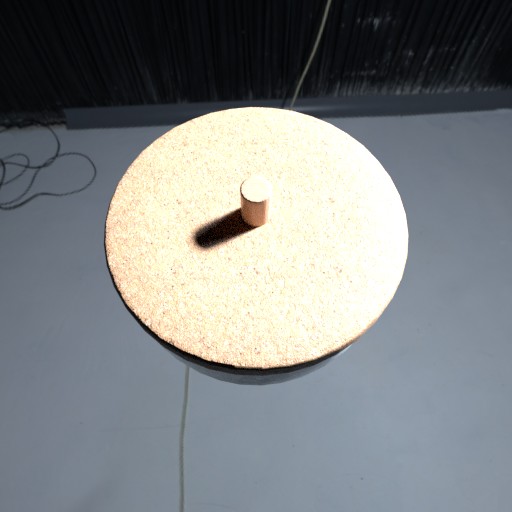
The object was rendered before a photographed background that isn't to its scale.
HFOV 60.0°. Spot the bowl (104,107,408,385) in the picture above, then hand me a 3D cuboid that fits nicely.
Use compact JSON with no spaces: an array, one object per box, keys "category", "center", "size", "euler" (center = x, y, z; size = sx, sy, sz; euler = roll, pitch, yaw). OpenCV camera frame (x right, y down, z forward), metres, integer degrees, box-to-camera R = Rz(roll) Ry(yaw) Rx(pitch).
[{"category":"bowl","center":[0.000,0.000,0.216],"size":[0.126,0.110,0.126],"euler":[0,63,0]}]
